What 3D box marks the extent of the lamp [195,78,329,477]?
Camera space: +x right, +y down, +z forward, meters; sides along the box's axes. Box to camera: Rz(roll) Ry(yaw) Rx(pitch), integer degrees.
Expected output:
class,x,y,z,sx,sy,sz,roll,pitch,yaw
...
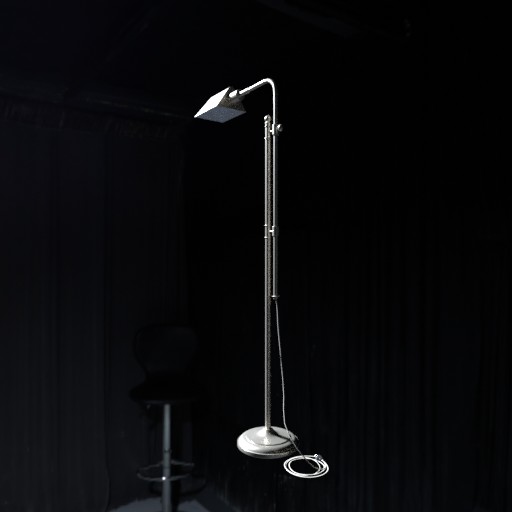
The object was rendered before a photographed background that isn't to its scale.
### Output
class,x,y,z,sx,sy,sz,roll,pitch,yaw
lamp,0.000,0.000,1.913,0.256,1.571,0.813,0,1,-36
